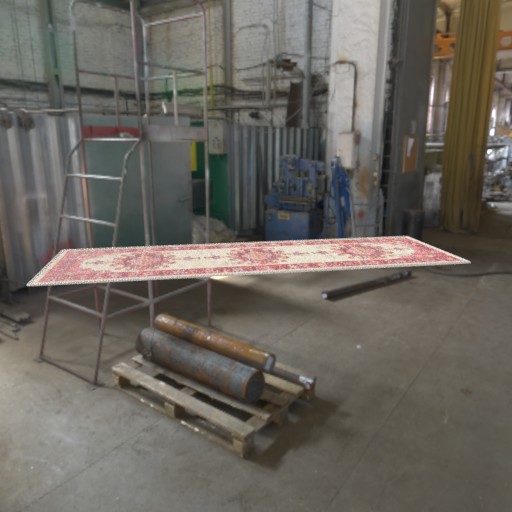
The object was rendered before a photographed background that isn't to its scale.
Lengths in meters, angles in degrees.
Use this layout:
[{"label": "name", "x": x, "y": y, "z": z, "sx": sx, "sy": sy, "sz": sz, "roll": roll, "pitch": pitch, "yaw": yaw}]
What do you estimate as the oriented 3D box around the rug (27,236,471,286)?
[{"label": "rug", "x": 0.000, "y": 0.000, "z": 2.055, "sx": 1.824, "sy": 0.009, "sz": 0.562, "roll": -3, "pitch": 15, "yaw": -10}]
